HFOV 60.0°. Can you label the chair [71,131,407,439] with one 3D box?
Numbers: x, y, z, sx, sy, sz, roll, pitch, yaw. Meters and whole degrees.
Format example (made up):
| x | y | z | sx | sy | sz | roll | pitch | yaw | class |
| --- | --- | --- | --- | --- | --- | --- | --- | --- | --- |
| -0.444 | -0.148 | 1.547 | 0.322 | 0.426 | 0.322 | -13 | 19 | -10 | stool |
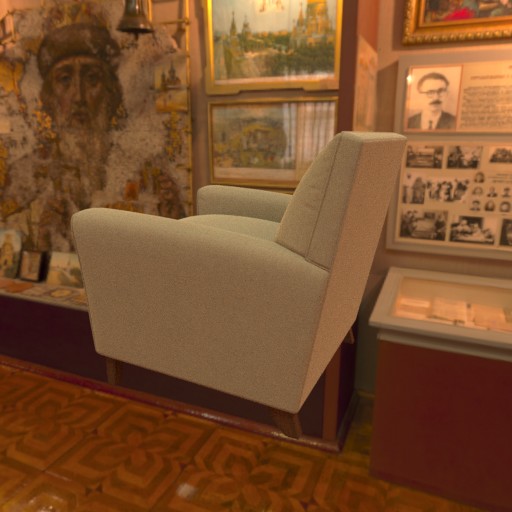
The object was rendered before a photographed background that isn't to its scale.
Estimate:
| x | y | z | sx | sy | sz | roll | pitch | yaw | class |
| --- | --- | --- | --- | --- | --- | --- | --- | --- | --- |
| 0.000 | 0.000 | 1.575 | 0.871 | 0.846 | 0.840 | 7 | 17 | 24 | chair |
